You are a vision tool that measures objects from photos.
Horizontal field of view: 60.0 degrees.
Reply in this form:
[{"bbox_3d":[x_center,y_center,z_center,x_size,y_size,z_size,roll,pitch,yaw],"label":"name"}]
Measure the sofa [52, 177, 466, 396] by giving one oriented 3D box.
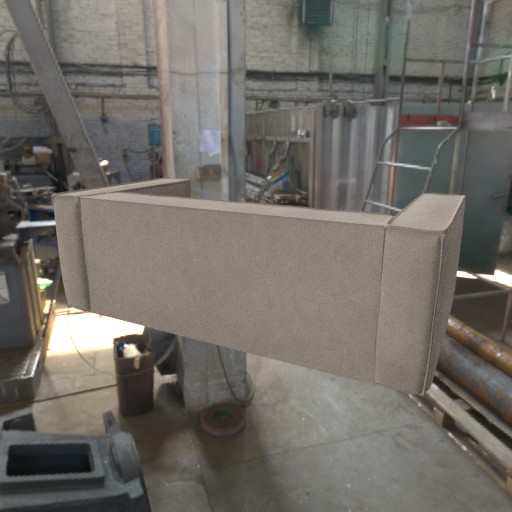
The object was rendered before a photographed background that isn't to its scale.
[{"bbox_3d":[0.000,0.000,2.419,1.995,0.680,1.038,8,18,26],"label":"sofa"}]
